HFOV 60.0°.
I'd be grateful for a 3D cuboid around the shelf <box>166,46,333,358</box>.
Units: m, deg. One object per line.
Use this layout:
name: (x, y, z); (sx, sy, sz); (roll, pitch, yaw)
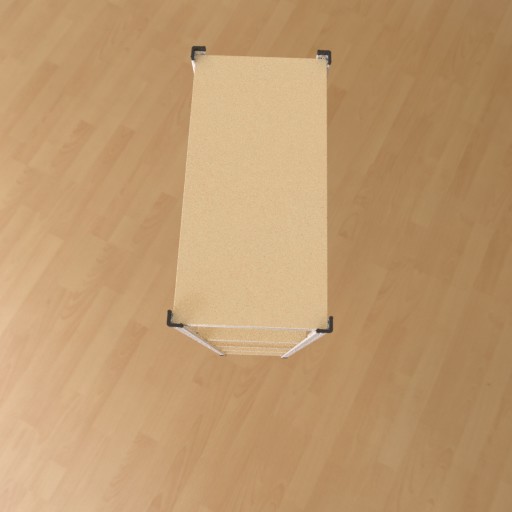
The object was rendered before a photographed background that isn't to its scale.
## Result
shelf: (0.000, 0.000, 2.210); (0.457, 1.829, 0.914); (2, 75, 1)
